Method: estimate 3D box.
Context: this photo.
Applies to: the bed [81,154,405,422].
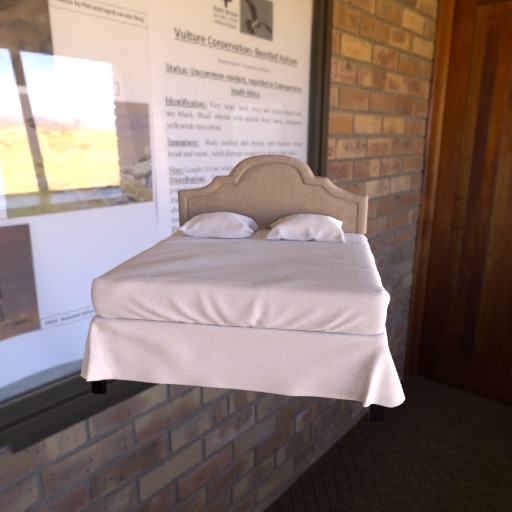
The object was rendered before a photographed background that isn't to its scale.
[{"bbox_3d":[0.000,0.000,3.780,2.303,1.631,2.222,2,15,9],"label":"bed"}]
